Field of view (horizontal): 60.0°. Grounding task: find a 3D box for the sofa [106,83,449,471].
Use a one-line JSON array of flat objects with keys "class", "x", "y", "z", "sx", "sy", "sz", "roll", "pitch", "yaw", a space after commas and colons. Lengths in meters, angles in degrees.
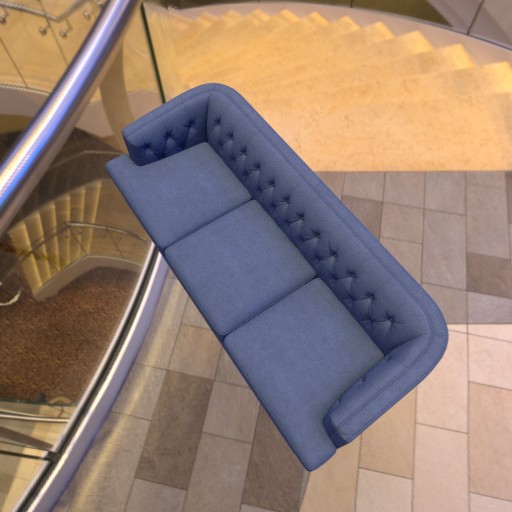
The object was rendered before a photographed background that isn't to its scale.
[{"class": "sofa", "x": 0.000, "y": 0.000, "z": 2.664, "sx": 0.914, "sy": 0.787, "sz": 2.235, "roll": -31, "pitch": 66, "yaw": -15}]
